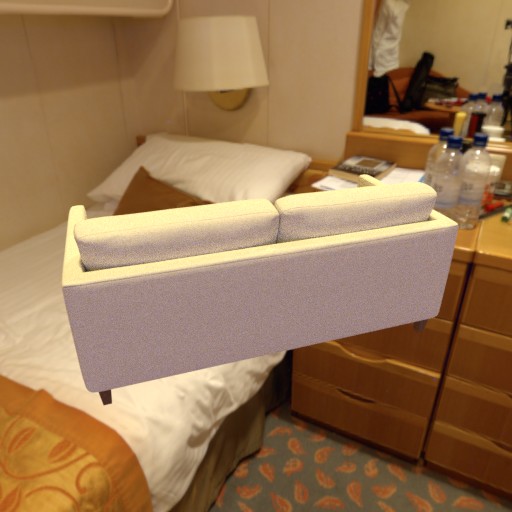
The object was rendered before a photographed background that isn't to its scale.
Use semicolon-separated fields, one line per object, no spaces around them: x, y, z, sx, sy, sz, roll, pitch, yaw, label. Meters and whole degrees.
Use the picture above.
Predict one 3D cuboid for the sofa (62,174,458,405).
0.000;0.000;2.564;1.981;0.889;0.965;-9;29;-16;sofa
